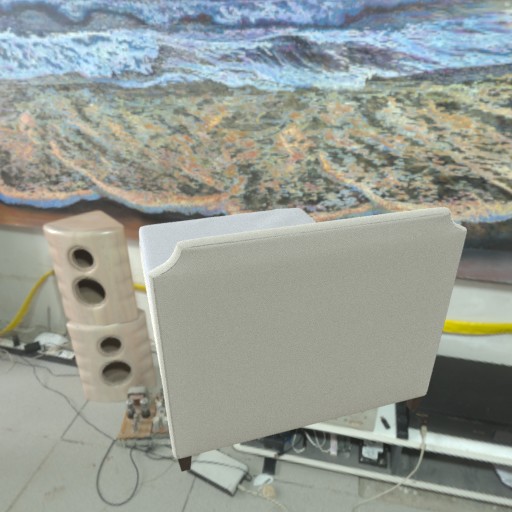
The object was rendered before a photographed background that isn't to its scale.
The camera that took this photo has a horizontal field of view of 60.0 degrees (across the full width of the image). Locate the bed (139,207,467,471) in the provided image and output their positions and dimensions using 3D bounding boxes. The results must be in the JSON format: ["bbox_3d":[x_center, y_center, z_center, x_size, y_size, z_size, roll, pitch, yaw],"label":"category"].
[{"bbox_3d":[0.000,0.000,3.442,1.712,1.497,2.372,-8,29,-15],"label":"bed"}]
